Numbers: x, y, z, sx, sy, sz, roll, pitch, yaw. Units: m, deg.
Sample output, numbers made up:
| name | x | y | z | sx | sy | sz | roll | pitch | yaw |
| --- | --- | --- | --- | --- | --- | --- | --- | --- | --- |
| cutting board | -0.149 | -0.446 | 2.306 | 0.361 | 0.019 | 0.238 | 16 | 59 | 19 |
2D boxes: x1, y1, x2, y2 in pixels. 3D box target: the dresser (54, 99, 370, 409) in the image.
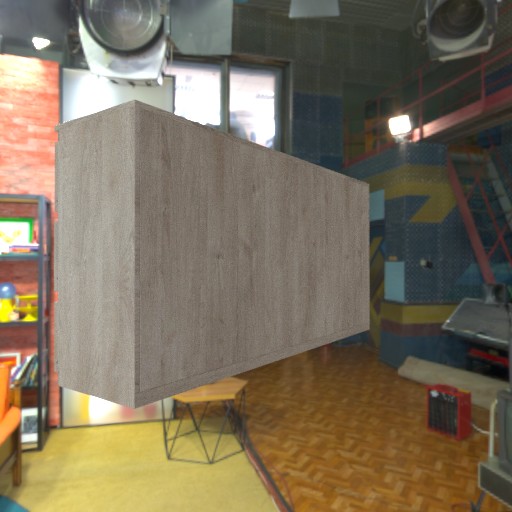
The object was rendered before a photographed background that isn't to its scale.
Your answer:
| name | x | y | z | sx | sy | sz | roll | pitch | yaw |
| --- | --- | --- | --- | --- | --- | --- | --- | --- | --- |
| dresser | 0.000 | 0.000 | 1.891 | 0.390 | 0.795 | 1.590 | 0 | -1 | 36 |
